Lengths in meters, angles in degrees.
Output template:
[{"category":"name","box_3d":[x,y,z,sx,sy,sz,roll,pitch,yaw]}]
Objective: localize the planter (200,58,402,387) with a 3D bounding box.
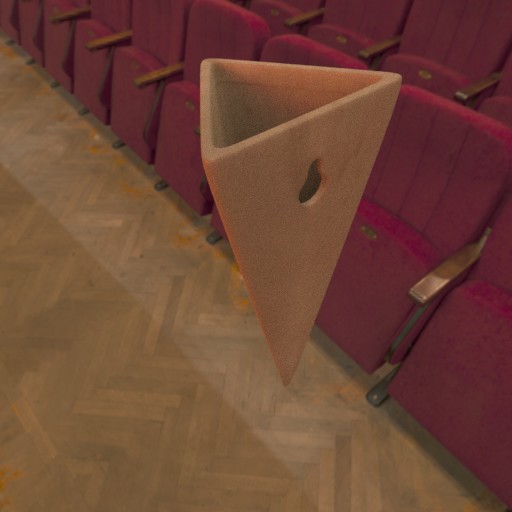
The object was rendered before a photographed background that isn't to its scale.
[{"category":"planter","box_3d":[0.000,0.000,0.270,0.101,0.224,0.081,-30,54,-25]}]
